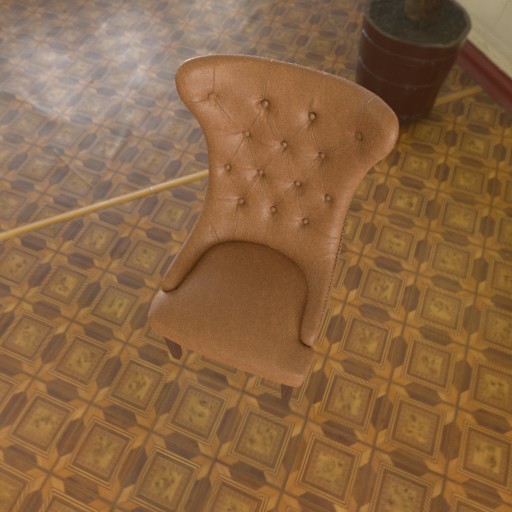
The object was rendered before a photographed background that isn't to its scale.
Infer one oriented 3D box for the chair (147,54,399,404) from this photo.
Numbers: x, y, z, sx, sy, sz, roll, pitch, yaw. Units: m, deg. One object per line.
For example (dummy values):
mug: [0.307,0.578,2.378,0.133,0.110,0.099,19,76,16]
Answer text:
chair: [0.000,0.000,1.483,0.611,1.065,0.669,19,61,11]
